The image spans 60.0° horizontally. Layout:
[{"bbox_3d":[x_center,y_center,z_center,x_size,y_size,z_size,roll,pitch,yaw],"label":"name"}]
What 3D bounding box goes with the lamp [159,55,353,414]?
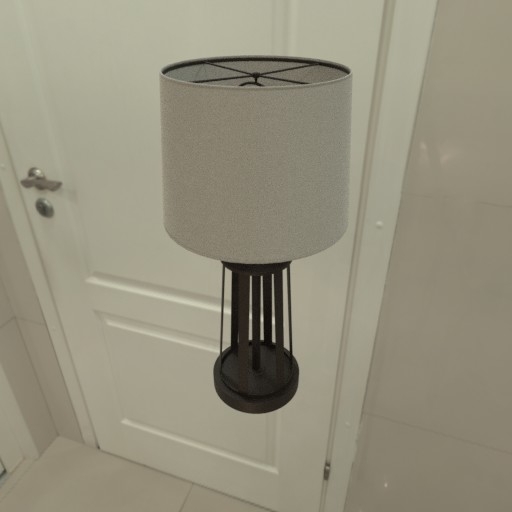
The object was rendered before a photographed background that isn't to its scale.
[{"bbox_3d":[0.000,0.000,0.645,0.251,0.509,0.251,0,32,0],"label":"lamp"}]
